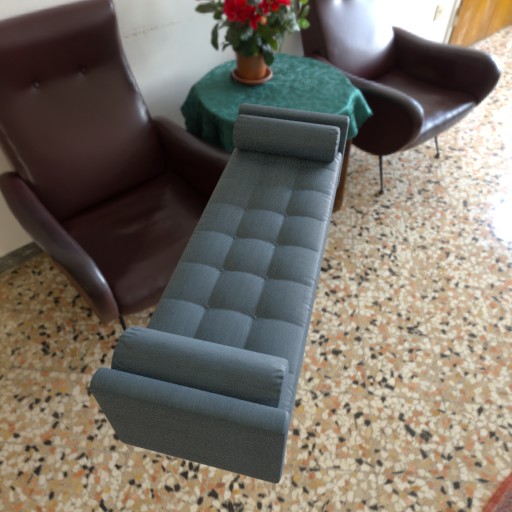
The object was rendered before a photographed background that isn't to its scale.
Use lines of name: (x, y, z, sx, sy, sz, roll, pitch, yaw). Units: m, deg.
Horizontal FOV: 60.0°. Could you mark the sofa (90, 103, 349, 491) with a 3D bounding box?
sofa: (0.000, 0.000, 2.303, 0.686, 0.635, 1.981, 10, 48, 9)
